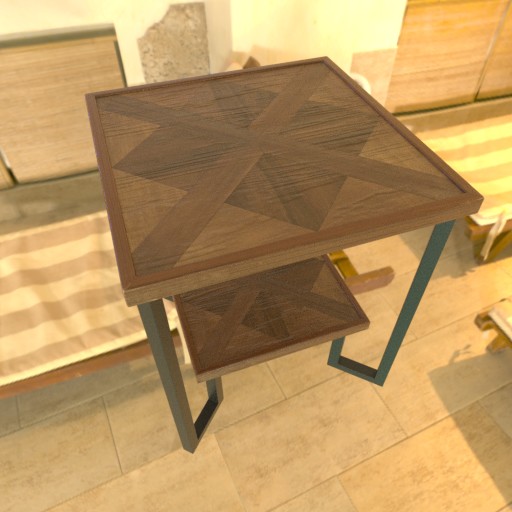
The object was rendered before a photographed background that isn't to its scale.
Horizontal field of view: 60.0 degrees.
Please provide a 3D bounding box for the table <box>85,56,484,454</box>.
[{"bbox_3d":[0.000,0.000,0.928,0.503,0.563,0.503,-15,48,-13],"label":"table"}]
